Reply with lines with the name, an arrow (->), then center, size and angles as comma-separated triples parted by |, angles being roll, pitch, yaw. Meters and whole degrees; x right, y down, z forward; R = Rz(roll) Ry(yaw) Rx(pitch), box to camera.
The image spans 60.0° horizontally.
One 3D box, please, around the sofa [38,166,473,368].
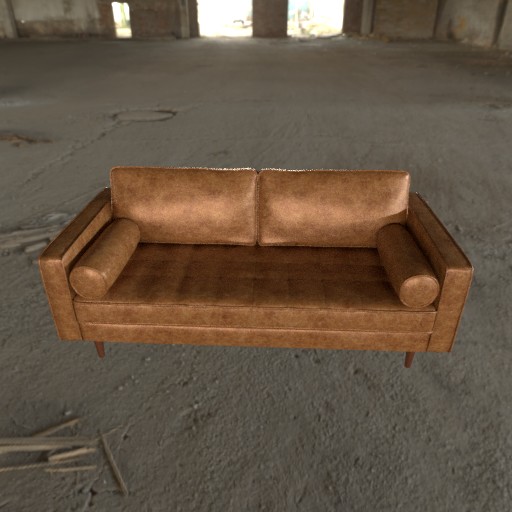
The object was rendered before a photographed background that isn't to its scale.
sofa -> 0.000, 0.000, 2.392 | 1.920, 0.825, 0.924 | 1, 29, 2
